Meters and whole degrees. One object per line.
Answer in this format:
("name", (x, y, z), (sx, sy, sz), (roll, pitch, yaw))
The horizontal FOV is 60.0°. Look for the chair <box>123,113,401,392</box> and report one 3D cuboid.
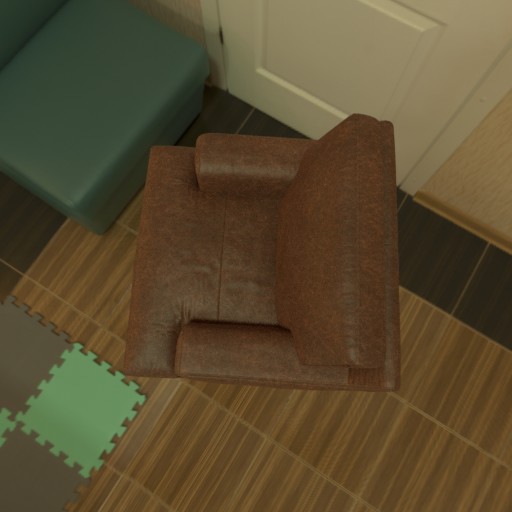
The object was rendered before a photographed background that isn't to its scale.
("chair", (0.000, 0.000, 2.038), (1.143, 0.939, 1.168), (3, 76, 1))
